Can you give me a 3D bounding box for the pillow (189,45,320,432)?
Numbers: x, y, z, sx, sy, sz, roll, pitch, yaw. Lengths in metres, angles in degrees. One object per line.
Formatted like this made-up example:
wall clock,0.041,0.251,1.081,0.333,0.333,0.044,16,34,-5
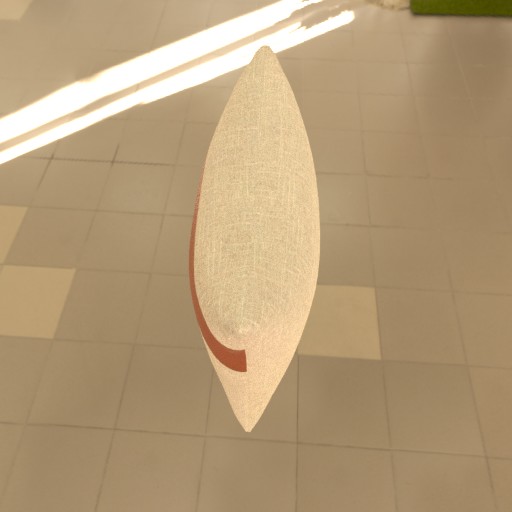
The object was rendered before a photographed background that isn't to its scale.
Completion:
pillow,0.000,0.000,0.638,0.173,0.399,0.414,3,57,2
